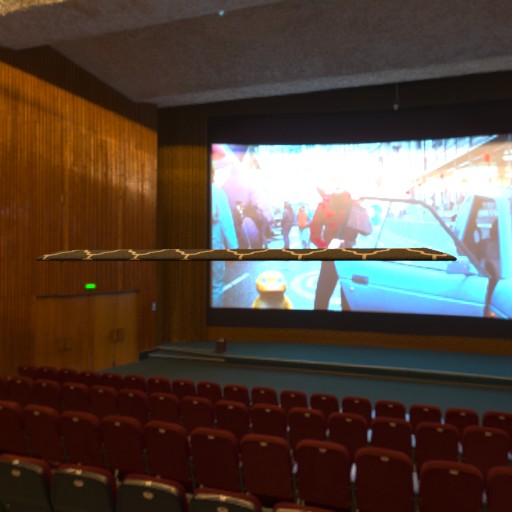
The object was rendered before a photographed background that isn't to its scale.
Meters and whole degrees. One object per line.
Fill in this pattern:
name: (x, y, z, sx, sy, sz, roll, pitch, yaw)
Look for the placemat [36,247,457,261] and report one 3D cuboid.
placemat: (0.000, 0.000, 0.979, 0.762, 0.021, 0.508, 0, -1, 17)
